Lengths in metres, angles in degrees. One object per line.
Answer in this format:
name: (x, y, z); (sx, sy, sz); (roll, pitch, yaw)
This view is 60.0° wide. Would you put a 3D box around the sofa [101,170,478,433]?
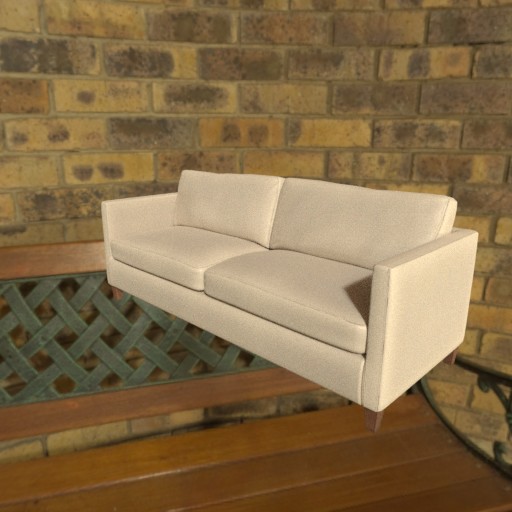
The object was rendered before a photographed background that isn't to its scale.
sofa: (0.000, 0.000, 2.842); (2.361, 0.968, 0.951); (15, 22, 43)
